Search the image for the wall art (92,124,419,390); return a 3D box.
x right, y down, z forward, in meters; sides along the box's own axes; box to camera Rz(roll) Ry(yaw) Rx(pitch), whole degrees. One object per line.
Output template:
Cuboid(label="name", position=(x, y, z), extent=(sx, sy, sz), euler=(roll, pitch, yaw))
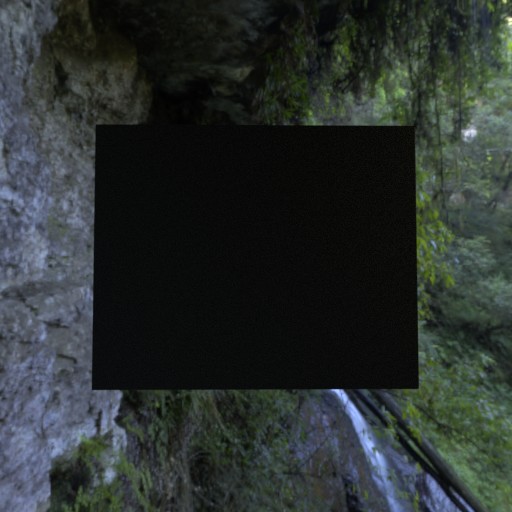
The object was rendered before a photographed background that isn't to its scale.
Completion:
Cuboid(label="wall art", position=(0.000, 0.000, 0.775), extent=(0.558, 0.457, 0.031), euler=(0, -2, -1))
